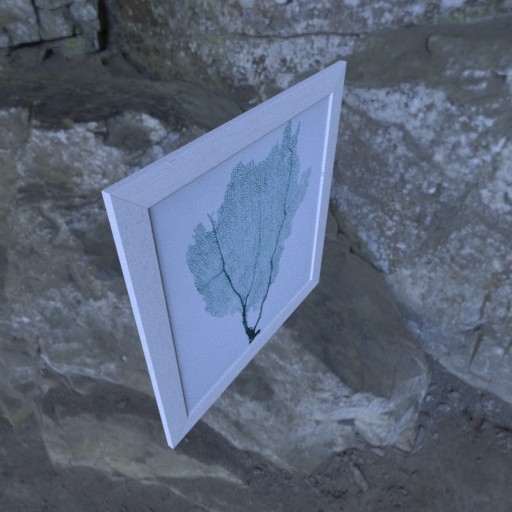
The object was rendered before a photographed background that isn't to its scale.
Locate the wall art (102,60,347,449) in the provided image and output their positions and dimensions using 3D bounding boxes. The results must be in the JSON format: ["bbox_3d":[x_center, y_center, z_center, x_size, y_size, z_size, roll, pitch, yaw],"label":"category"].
[{"bbox_3d":[0.000,0.000,0.850,0.015,0.577,0.572,25,46,26],"label":"wall art"}]
